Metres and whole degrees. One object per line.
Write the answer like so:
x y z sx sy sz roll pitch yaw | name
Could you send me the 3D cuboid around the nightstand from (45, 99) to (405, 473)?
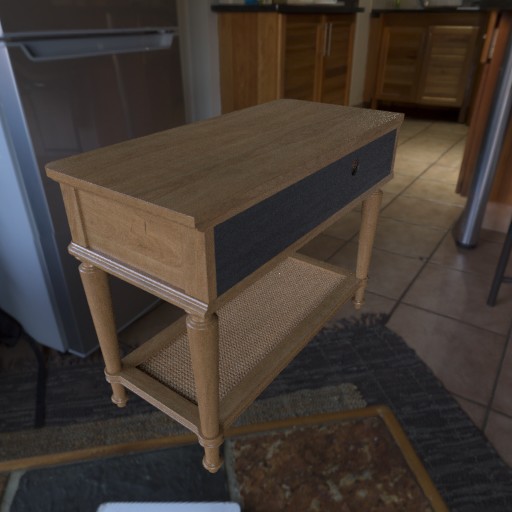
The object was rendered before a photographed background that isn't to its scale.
0.000 0.000 1.284 0.432 0.700 0.914 20 35 31 | nightstand
